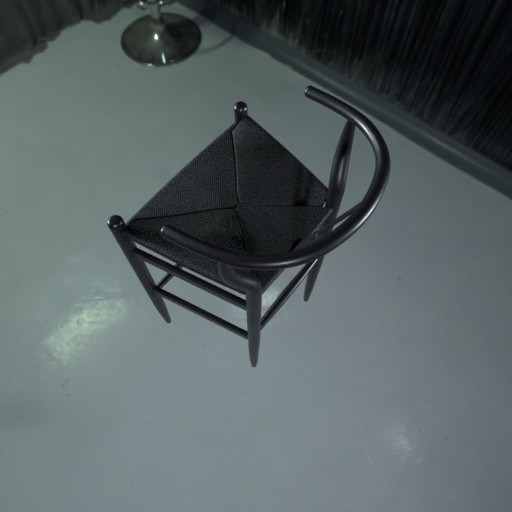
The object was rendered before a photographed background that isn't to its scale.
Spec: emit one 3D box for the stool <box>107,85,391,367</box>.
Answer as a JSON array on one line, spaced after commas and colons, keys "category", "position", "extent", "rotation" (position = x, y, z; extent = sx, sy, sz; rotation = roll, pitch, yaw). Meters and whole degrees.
[{"category": "stool", "position": [0.000, 0.000, 1.439], "extent": [0.579, 1.072, 0.569], "rotation": [35, 68, 16]}]
